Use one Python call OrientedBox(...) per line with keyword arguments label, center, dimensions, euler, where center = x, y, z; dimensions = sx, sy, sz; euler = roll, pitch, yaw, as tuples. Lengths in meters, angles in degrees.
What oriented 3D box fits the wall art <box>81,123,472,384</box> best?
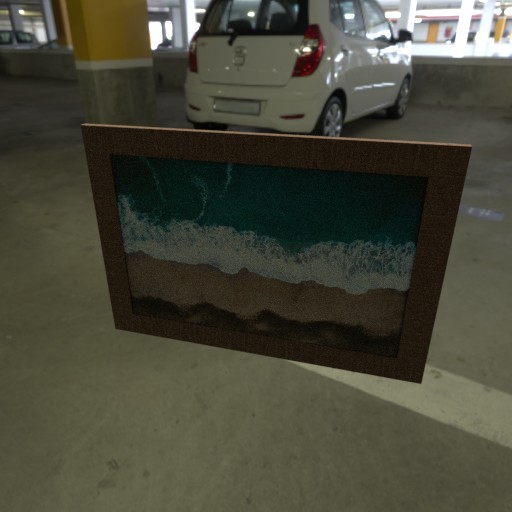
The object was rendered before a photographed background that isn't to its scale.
OrientedBox(label="wall art", center=(0.000, 0.000, 1.157), dimensions=(0.917, 0.626, 0.019), euler=(7, 27, 14))
